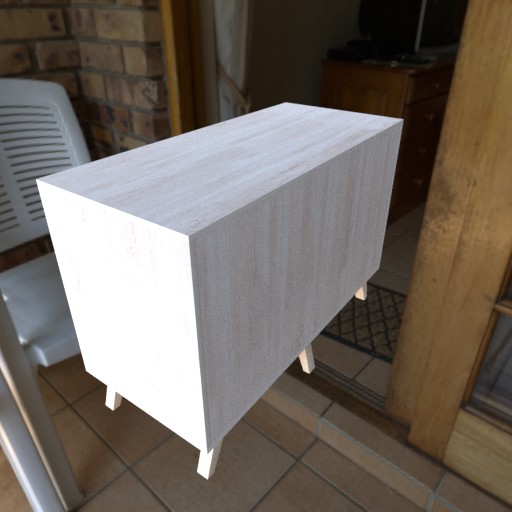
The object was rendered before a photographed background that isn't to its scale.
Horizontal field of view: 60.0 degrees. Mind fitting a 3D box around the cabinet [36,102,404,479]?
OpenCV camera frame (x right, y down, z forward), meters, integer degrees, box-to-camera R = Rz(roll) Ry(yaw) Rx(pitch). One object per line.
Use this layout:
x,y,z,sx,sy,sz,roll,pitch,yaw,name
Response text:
0.000,0.000,1.522,0.500,0.780,1.110,20,36,30,cabinet
